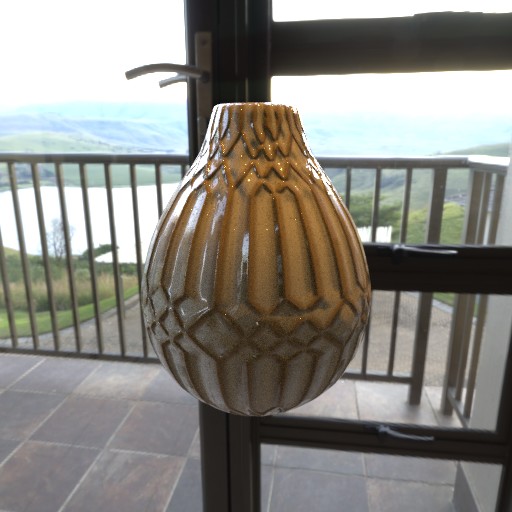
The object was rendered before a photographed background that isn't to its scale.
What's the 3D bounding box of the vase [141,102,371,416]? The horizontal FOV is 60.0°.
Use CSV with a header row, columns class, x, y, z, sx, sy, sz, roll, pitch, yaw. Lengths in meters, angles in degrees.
class,x,y,z,sx,sy,sz,roll,pitch,yaw
vase,0.000,0.000,0.310,0.159,0.200,0.159,0,15,0
